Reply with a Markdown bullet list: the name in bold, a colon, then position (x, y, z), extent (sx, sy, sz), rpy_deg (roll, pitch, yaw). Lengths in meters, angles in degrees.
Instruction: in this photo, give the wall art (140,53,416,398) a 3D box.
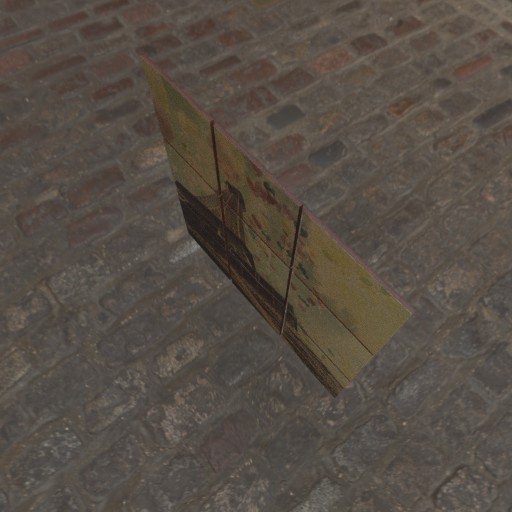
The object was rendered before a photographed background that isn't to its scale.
- **wall art**: position (0.000, 0.000, 1.900), extent (0.017, 1.246, 1.256), rpy_deg (-37, 68, -17)
